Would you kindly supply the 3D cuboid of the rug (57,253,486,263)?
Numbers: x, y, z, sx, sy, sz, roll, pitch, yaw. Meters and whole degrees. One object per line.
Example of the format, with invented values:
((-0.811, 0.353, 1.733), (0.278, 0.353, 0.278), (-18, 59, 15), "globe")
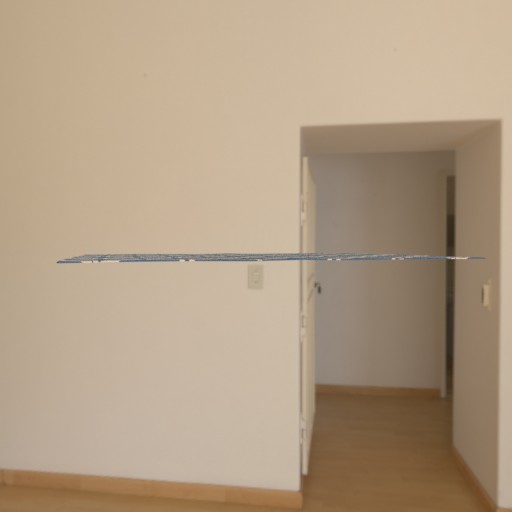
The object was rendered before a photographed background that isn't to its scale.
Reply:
((0.000, 0.000, 2.781), (2.135, 0.013, 1.524), (0, 1, -17), "rug")
